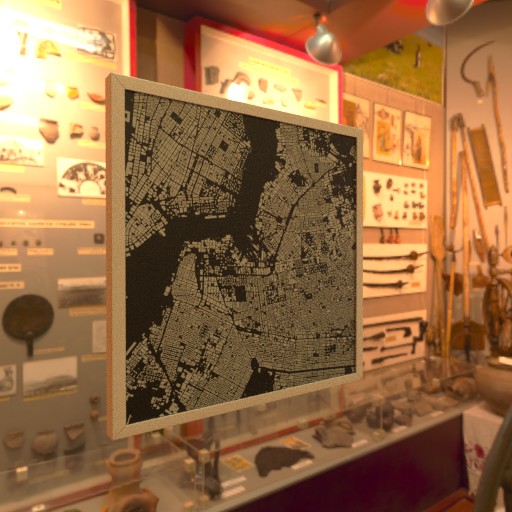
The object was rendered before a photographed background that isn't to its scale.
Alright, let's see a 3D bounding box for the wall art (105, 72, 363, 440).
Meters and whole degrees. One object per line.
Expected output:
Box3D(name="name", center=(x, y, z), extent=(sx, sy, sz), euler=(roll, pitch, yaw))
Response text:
Box3D(name="wall art", center=(0.000, 0.000, 1.152), extent=(0.761, 0.762, 0.050), euler=(-1, 1, -35))
